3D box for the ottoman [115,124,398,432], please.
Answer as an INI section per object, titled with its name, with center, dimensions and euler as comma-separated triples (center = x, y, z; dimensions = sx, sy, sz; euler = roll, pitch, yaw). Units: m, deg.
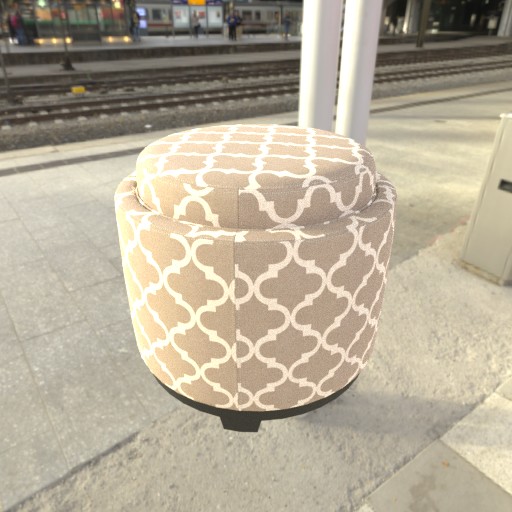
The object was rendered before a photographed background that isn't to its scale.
[ottoman]
center = 0.000, 0.000, 0.834
dimensions = 0.480, 0.429, 0.480
euler = 0, 28, 0
